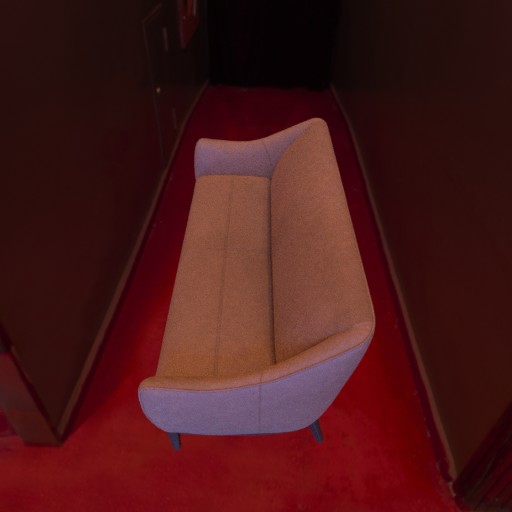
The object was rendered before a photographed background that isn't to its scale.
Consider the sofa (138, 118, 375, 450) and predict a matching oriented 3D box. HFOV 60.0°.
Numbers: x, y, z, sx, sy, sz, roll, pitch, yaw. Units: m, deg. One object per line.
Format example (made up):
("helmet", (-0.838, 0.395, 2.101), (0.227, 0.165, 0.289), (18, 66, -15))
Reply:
("sofa", (0.000, 0.000, 2.408), (0.869, 0.830, 1.928), (0, 41, 0))
